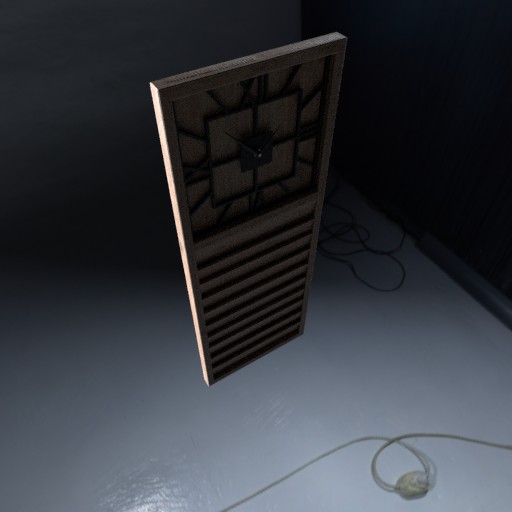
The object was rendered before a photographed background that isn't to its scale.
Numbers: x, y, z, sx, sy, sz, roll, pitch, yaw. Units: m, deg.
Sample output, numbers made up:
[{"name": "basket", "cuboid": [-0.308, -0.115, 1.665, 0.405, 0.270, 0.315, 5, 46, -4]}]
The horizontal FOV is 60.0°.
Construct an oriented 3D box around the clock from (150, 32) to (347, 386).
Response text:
[{"name": "clock", "cuboid": [0.000, 0.000, 1.083, 0.361, 0.965, 0.030, -25, 52, -21]}]
